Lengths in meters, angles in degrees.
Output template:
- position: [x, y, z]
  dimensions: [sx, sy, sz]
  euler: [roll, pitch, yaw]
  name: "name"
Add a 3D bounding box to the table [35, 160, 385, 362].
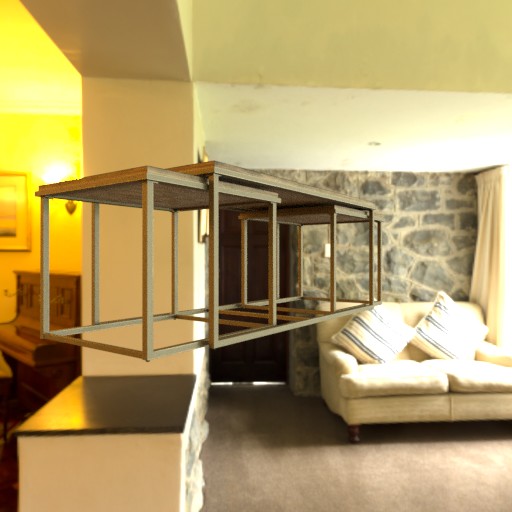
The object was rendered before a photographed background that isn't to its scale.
- position: [0.000, 0.000, 1.525]
  dimensions: [0.489, 0.427, 1.312]
  euler: [0, 0, 36]
  name: "table"
